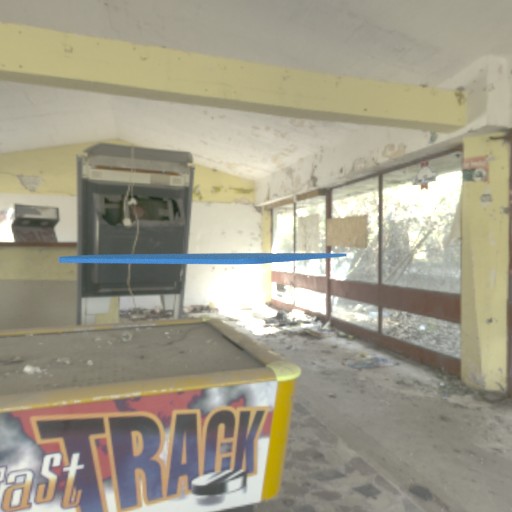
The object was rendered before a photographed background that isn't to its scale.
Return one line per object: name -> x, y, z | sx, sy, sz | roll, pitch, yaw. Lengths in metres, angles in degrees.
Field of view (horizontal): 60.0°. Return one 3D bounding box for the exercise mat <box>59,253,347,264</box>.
exercise mat -> 0.000, 0.000, 2.054 | 0.616, 0.021, 1.869 | 0, 1, 19
